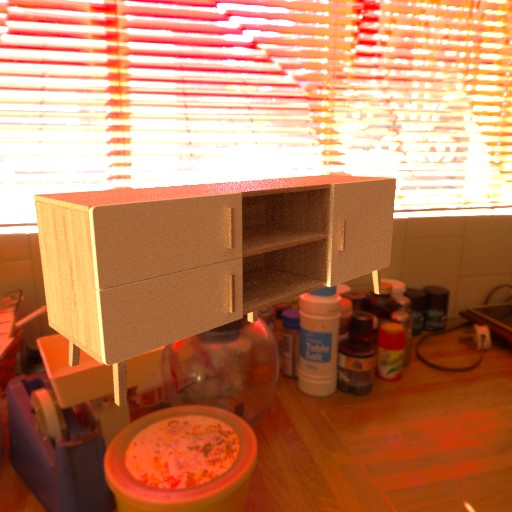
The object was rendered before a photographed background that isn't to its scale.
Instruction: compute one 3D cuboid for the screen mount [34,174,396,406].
[{"bbox_3d":[0.000,0.000,1.791,1.500,0.570,0.420,-13,19,-43],"label":"screen mount"}]
